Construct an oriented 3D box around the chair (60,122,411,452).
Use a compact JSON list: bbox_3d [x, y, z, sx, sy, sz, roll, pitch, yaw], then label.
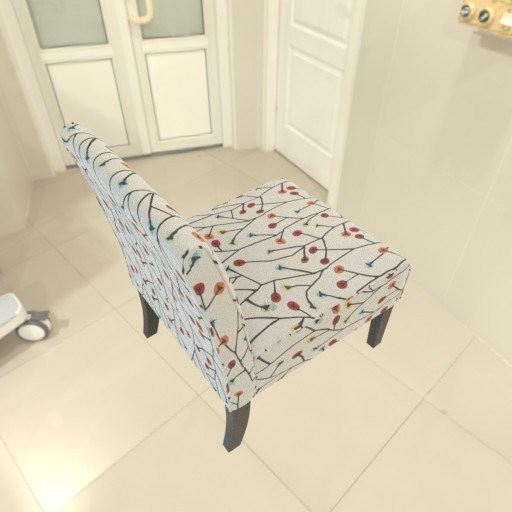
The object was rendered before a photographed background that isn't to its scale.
[{"bbox_3d":[0.000,0.000,1.299,0.732,0.813,0.597,-27,49,-27],"label":"chair"}]
